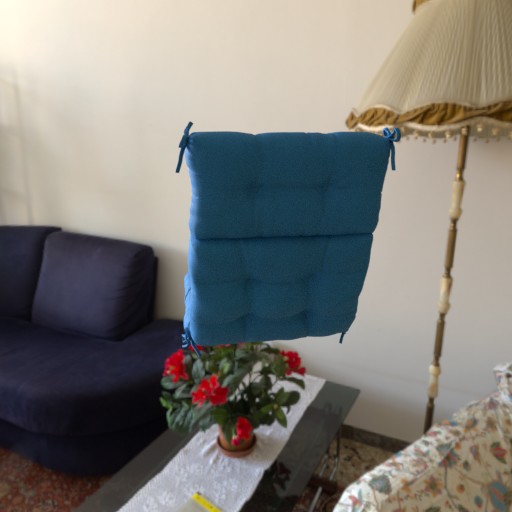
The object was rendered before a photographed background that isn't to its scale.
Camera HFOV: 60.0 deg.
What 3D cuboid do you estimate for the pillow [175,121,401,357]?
[{"bbox_3d":[0.000,0.000,1.538,0.526,0.863,1.016,-2,15,-9],"label":"pillow"}]
